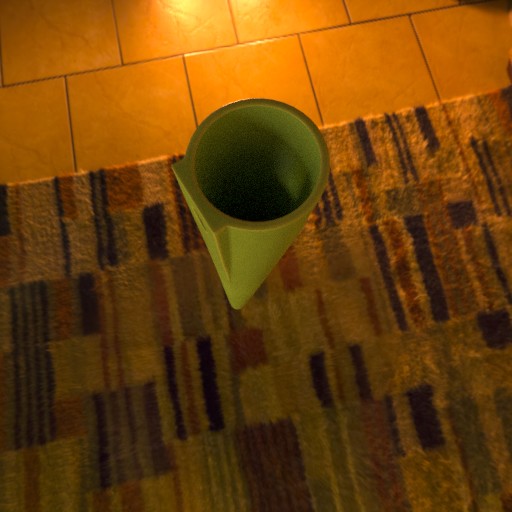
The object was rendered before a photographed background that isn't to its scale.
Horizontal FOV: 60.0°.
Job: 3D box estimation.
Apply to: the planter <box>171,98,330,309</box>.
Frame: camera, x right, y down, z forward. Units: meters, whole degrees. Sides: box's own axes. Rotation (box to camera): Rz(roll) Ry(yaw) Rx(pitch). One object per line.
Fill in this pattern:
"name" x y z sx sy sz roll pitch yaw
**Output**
"planter" 0.000 0.000 0.293 0.055 0.268 0.054 -31 77 -8
